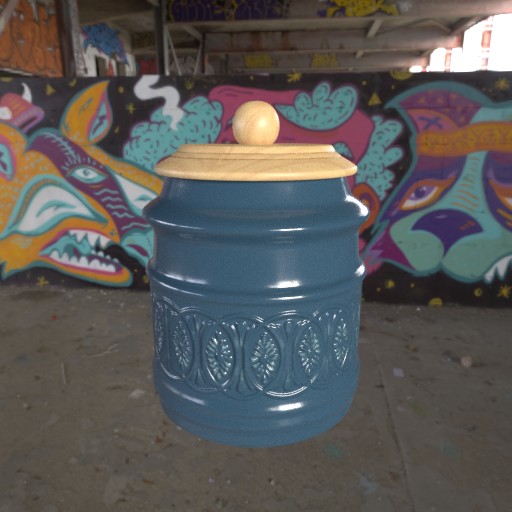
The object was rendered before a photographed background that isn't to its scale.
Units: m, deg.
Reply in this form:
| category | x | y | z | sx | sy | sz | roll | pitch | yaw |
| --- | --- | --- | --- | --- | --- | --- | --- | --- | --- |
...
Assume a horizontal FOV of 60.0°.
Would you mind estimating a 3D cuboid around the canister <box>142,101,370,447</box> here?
| category | x | y | z | sx | sy | sz | roll | pitch | yaw |
| --- | --- | --- | --- | --- | --- | --- | --- | --- | --- |
| canister | 0.000 | 0.000 | 0.267 | 0.130 | 0.176 | 0.130 | 0 | 15 | 0 |
